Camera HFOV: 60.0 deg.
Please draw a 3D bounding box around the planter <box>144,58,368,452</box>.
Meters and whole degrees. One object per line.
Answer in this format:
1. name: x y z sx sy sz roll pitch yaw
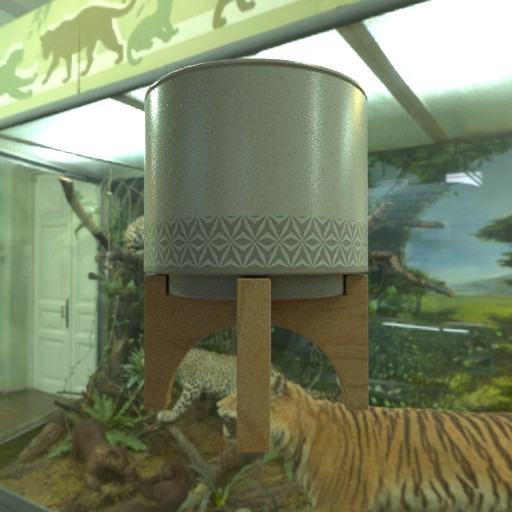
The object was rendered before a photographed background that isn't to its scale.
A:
1. planter: 0.000 0.000 0.264 0.130 0.178 0.130 0 -1 0
